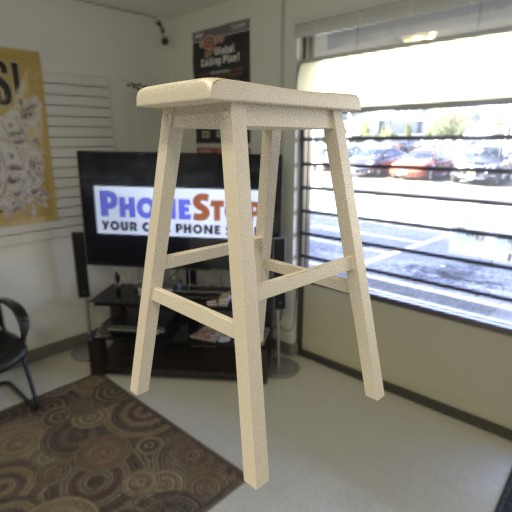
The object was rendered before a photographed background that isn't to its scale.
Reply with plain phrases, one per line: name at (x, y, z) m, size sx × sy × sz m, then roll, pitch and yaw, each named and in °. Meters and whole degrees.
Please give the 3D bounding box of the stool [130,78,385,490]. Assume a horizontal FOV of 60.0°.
stool at (0.000, 0.000, 1.055) m, size 0.457 × 0.737 × 0.476 m, roll -14°, pitch 20°, yaw -42°
